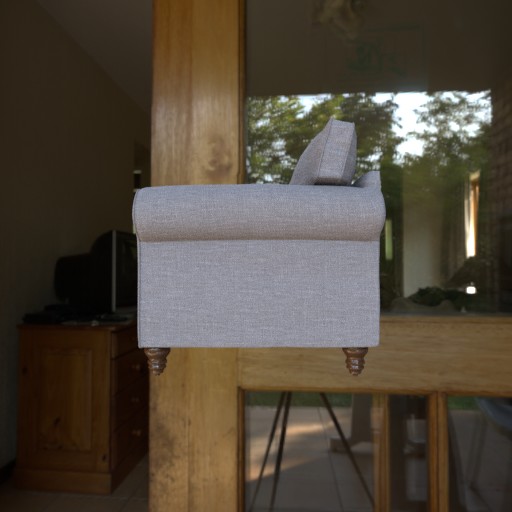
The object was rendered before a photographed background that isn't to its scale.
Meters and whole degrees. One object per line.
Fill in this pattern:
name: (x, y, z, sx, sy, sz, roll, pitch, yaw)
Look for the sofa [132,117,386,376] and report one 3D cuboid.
sofa: (0.000, 0.000, 2.579, 0.916, 0.961, 2.084, 0, -2, 0)
